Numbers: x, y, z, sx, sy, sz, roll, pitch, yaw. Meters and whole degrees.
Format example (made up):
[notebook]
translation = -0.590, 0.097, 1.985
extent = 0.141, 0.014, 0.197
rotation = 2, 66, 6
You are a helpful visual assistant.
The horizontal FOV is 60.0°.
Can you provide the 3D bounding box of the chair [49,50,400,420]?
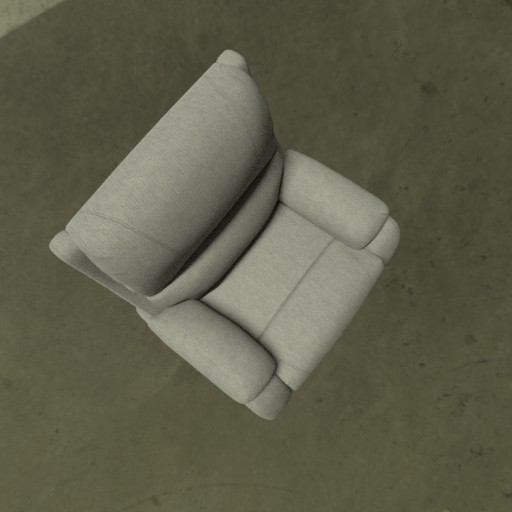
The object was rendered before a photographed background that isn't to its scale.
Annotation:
[chair]
translation = 0.000, 0.000, 1.702
extent = 0.899, 1.011, 0.930
rotation = 37, 79, 8
